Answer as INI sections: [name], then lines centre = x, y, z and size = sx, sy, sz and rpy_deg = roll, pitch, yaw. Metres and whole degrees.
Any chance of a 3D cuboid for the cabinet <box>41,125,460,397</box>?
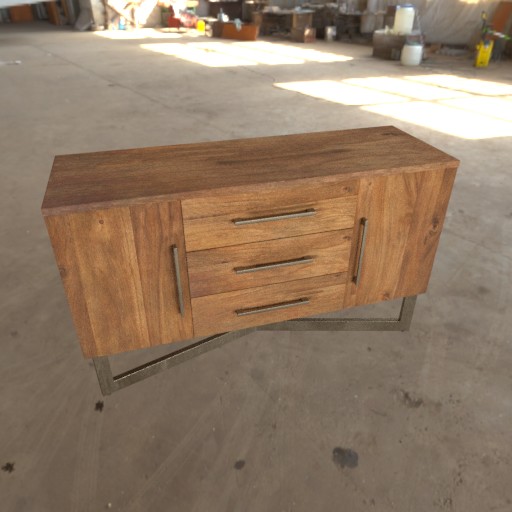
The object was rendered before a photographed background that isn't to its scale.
[cabinet]
centre = 0.000, 0.000, 1.787
size = 1.373, 0.812, 0.480
rpy_deg = -9, 33, -14
